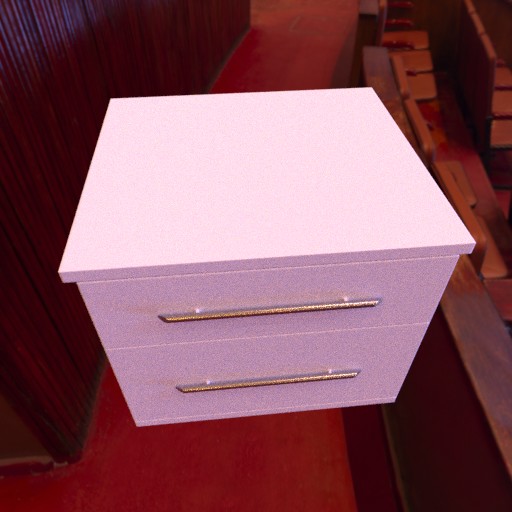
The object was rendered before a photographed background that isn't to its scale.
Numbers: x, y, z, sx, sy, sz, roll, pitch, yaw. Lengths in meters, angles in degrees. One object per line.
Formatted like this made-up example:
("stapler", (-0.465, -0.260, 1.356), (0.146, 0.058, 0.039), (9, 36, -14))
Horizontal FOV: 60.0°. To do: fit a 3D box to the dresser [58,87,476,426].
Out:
("dresser", (0.000, 0.000, 0.710), (0.430, 0.360, 0.400), (-4, 44, -4))
